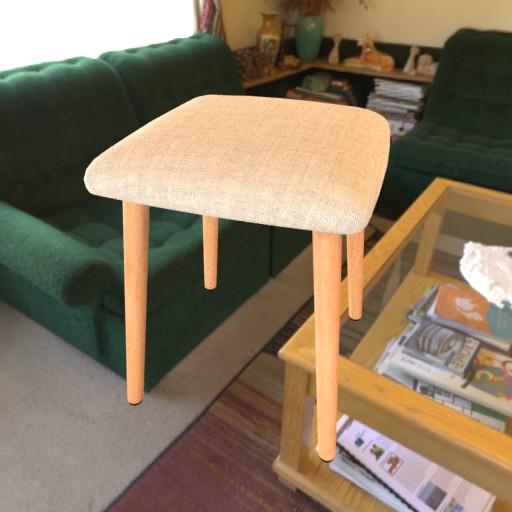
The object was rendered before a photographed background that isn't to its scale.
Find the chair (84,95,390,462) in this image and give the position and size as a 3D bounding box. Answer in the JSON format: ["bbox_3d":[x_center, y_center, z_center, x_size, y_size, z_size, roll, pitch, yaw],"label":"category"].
[{"bbox_3d":[0.000,0.000,0.704,0.350,0.440,0.350,10,35,15],"label":"chair"}]
